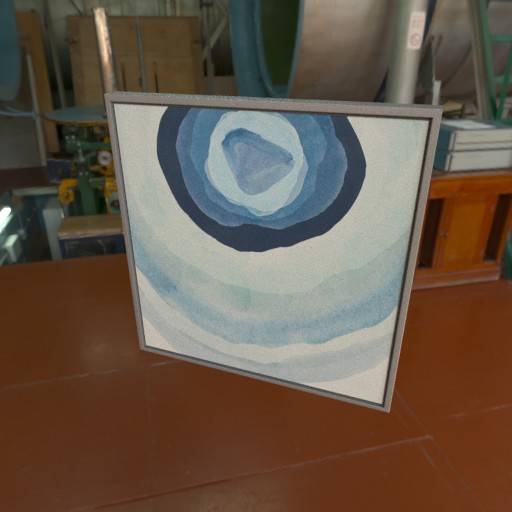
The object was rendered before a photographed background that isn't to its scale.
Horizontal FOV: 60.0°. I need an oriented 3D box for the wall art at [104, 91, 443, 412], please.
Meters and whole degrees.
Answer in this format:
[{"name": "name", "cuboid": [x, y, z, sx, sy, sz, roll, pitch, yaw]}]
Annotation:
[{"name": "wall art", "cuboid": [0.000, 0.000, 0.519, 0.349, 0.349, 0.028, 9, 27, 18]}]
